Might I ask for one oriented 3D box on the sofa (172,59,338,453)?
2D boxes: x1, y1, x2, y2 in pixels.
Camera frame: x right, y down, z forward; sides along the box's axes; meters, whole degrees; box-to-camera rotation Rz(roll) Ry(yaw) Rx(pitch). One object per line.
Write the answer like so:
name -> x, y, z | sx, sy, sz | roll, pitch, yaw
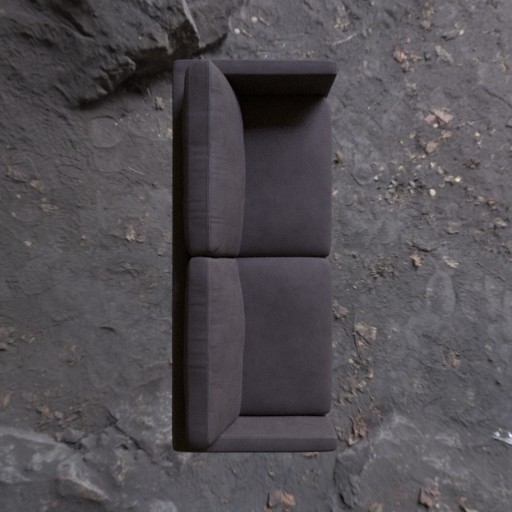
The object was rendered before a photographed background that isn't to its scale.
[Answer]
sofa -> 0.000, 0.000, 2.733 | 0.951, 0.965, 2.208 | 0, 90, 0
